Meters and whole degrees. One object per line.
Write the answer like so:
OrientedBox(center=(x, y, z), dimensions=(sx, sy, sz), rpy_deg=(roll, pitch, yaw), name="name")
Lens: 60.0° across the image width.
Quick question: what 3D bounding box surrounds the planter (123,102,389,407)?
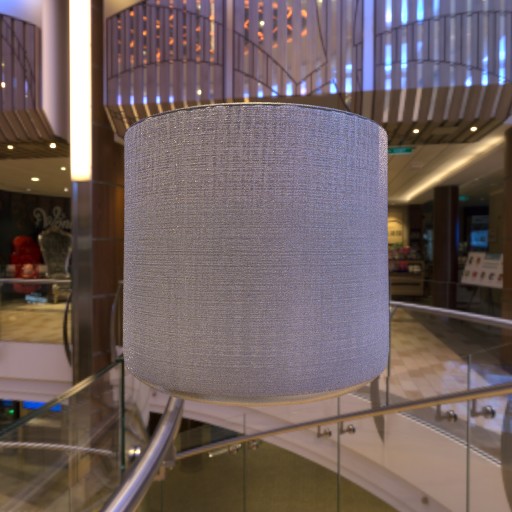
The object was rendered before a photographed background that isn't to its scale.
OrientedBox(center=(0.000, 0.000, 0.217), dimensions=(0.125, 0.112, 0.125), rpy_deg=(0, 1, 0), name="planter")
